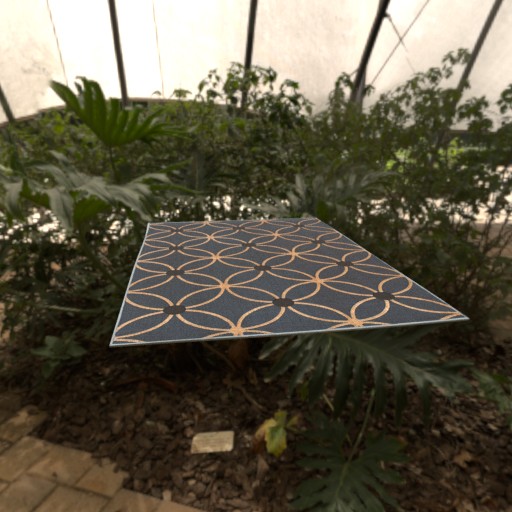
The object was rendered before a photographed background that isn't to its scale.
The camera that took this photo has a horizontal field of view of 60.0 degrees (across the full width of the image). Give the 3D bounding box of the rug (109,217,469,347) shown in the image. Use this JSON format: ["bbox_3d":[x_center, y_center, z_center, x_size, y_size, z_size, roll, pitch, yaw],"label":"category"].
[{"bbox_3d":[0.000,0.000,2.884,1.522,0.008,2.284,-3,17,-9],"label":"rug"}]
